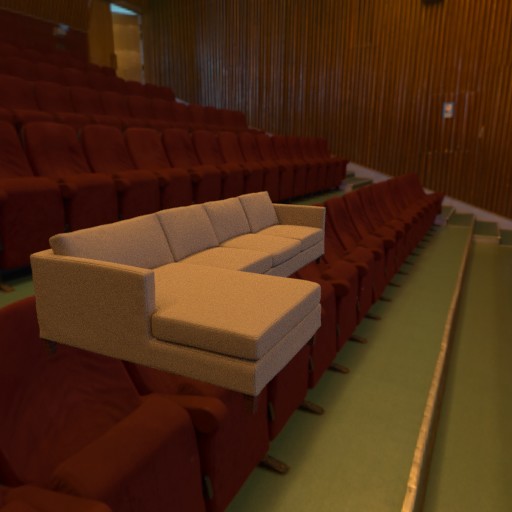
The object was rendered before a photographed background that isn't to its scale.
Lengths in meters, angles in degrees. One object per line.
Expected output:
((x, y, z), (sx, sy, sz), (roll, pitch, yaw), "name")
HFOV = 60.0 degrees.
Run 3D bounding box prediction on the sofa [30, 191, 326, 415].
((0.000, 0.000, 3.872), (1.625, 0.846, 3.186), (7, 15, 26), "sofa")
